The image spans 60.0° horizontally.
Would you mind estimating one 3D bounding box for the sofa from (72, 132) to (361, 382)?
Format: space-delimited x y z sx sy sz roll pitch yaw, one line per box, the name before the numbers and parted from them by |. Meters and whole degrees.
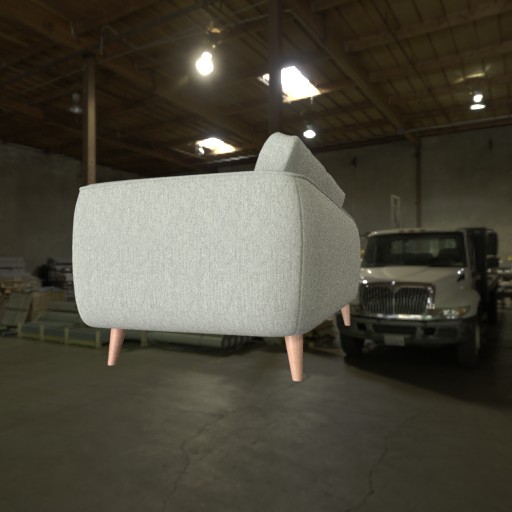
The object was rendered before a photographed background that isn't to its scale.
sofa | 0.000 0.000 2.243 0.920 0.850 1.700 0 -1 18
